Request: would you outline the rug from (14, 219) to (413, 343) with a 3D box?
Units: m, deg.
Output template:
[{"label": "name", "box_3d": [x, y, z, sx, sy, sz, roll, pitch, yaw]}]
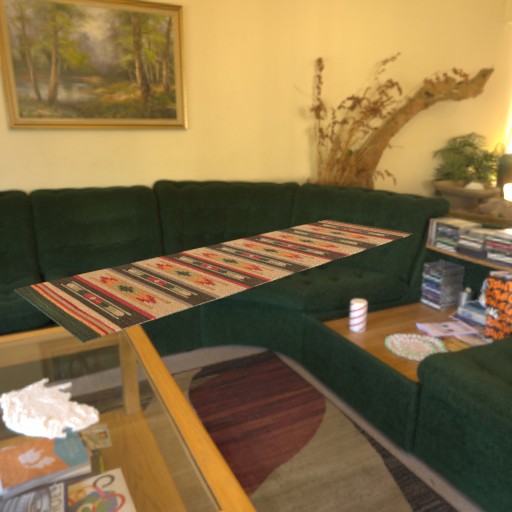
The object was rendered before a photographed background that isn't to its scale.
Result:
[{"label": "rug", "box_3d": [0.000, 0.000, 2.631, 2.440, 0.009, 0.760, -15, 21, -43]}]
